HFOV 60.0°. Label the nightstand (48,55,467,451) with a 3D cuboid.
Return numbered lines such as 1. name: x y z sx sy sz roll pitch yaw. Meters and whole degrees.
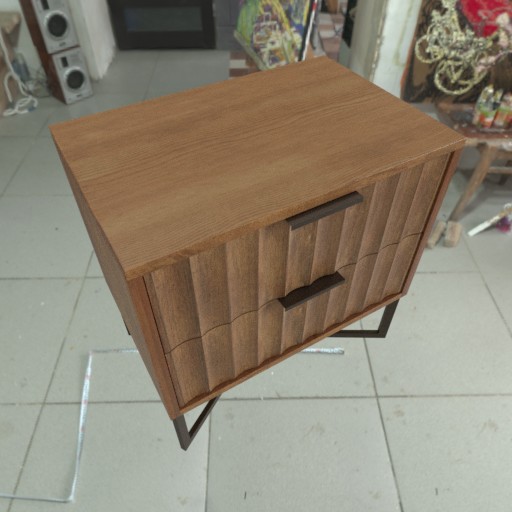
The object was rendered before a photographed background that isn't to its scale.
1. nightstand: 0.000 0.000 0.994 0.613 0.615 0.427 -23 50 -21
